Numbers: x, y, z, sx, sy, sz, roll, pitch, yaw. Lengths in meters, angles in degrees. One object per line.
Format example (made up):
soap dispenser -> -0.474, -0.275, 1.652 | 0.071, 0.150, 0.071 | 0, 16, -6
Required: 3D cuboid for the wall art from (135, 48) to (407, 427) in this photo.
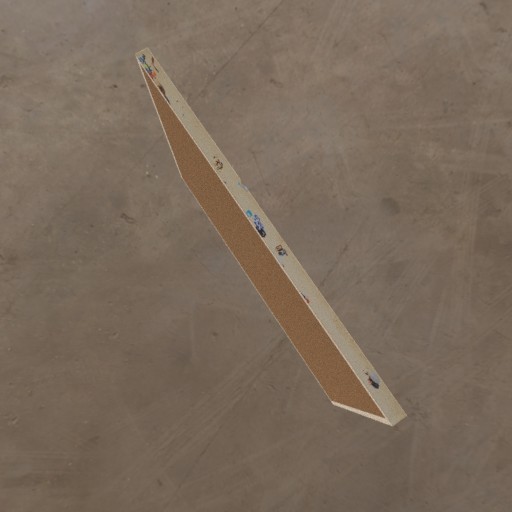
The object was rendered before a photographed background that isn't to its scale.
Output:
wall art -> 0.000, 0.000, 1.450 | 0.040, 0.769, 1.136 | -32, 77, -8
